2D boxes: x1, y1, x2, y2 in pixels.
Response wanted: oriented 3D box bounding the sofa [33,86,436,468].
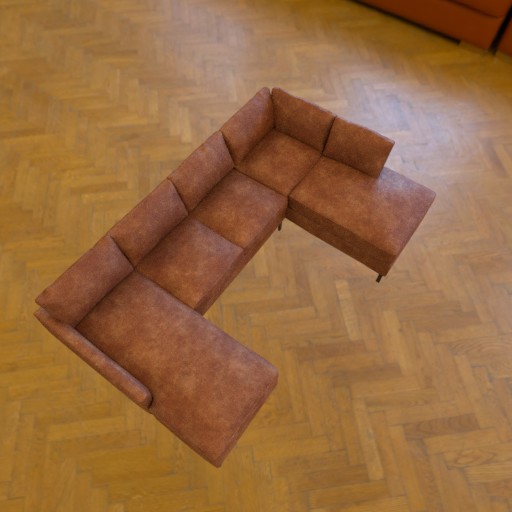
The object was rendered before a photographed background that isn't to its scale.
[{"bbox_3d":[0.000,0.000,3.736,1.939,0.900,2.956,32,64,17],"label":"sofa"}]
